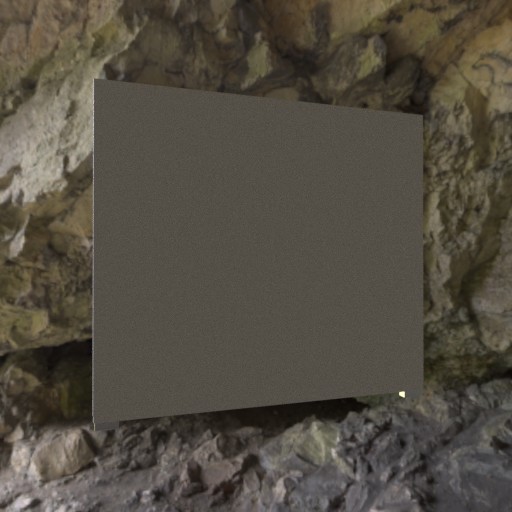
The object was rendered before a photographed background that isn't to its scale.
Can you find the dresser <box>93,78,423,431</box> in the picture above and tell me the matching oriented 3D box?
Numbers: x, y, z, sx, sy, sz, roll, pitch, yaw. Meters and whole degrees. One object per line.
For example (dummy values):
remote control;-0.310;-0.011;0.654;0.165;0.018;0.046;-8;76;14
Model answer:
dresser;0.000;0.000;1.628;1.100;1.000;0.460;0;0;-17
